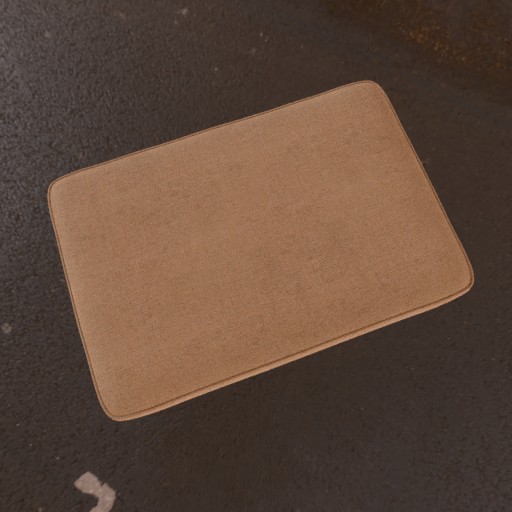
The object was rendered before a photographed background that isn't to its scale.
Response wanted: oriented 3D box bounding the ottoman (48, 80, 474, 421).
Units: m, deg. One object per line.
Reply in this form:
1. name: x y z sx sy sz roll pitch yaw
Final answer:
1. ottoman: 0.000 0.000 1.195 0.862 0.484 0.583 -19 75 -5
